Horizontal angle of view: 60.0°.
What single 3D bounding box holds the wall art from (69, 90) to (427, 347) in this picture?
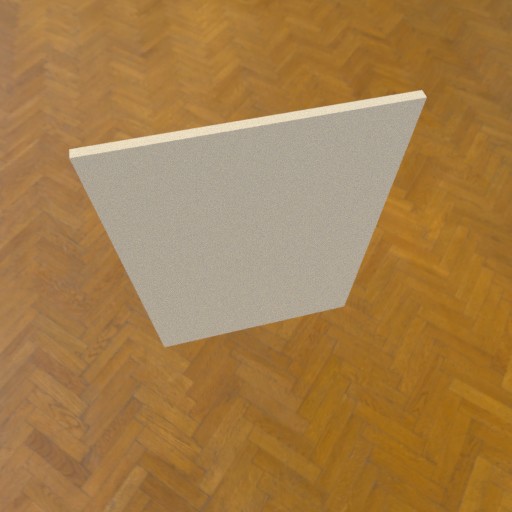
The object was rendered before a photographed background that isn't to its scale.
[{"bbox_3d":[0.000,0.000,0.690,0.381,0.533,0.013,-12,59,-7],"label":"wall art"}]
